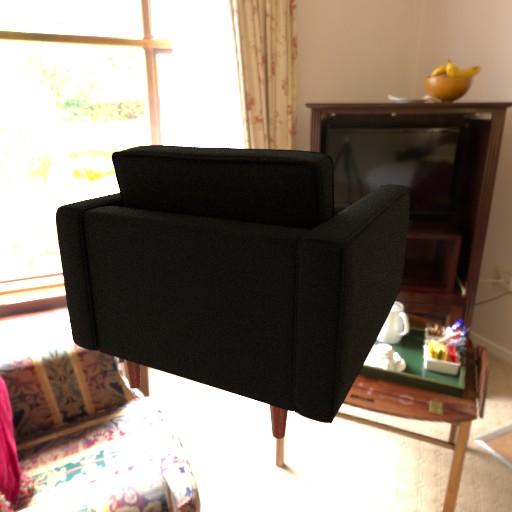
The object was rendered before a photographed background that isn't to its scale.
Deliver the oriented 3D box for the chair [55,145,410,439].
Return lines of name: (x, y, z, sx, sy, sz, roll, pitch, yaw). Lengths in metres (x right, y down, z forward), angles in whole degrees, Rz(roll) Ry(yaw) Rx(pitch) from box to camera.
chair: (0.000, 0.000, 1.557, 0.899, 0.770, 0.920, 9, 20, 25)
